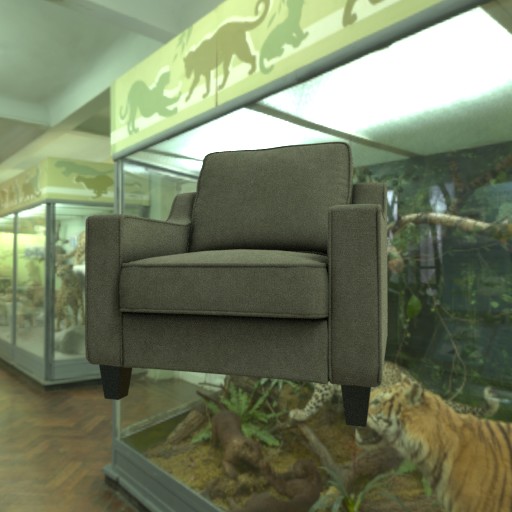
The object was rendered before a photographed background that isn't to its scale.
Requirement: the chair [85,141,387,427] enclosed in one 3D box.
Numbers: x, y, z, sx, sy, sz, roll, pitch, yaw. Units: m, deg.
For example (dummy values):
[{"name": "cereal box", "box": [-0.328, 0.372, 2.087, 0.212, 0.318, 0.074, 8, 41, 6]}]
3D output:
[{"name": "chair", "box": [0.000, 0.000, 1.651, 0.926, 0.944, 0.840, 0, -1, 18]}]
